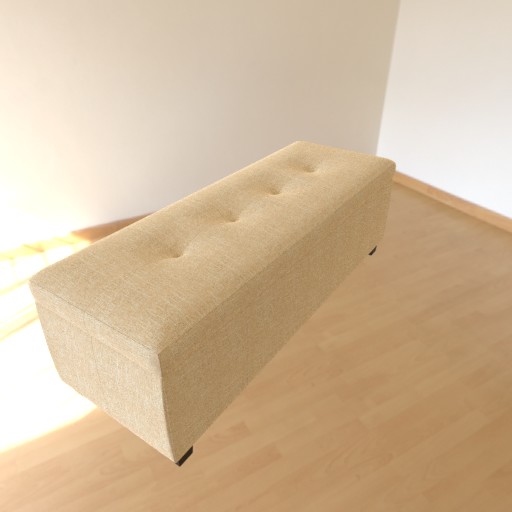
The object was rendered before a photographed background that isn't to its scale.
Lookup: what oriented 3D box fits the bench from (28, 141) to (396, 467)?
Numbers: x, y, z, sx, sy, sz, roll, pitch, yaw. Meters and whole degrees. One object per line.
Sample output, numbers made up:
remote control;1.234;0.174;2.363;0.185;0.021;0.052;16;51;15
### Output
bench;0.000;0.000;1.406;0.432;0.406;1.219;20;37;29
